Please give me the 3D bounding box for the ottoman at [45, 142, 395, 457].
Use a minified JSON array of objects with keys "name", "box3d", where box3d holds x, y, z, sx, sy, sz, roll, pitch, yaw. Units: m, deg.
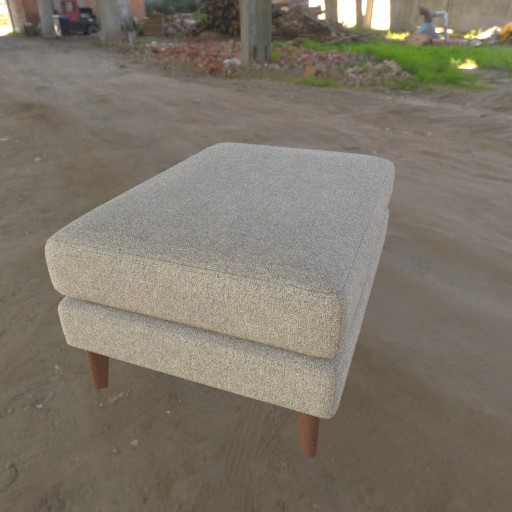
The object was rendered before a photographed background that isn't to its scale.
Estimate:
[{"name":"ottoman","box3d":[0.000,0.000,1.186,0.611,0.441,0.821,10,30,18]}]
